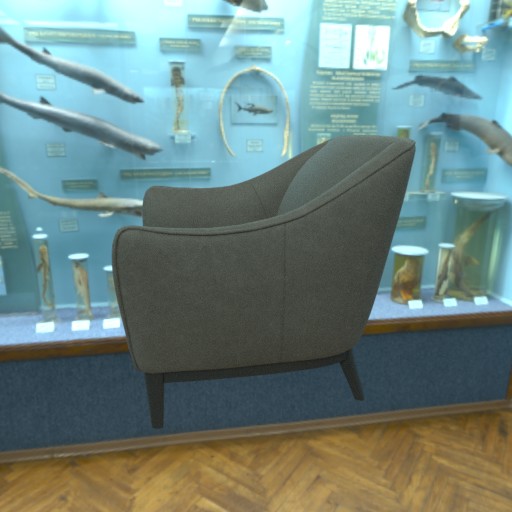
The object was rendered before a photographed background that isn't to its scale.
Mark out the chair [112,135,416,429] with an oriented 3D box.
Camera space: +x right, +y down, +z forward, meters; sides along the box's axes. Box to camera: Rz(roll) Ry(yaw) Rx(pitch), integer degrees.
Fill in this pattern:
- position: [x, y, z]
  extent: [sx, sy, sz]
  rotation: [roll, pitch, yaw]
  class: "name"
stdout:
- position: [0.000, 0.000, 1.576]
  extent: [0.852, 0.830, 0.871]
  rotation: [-2, 16, -8]
  class: "chair"
